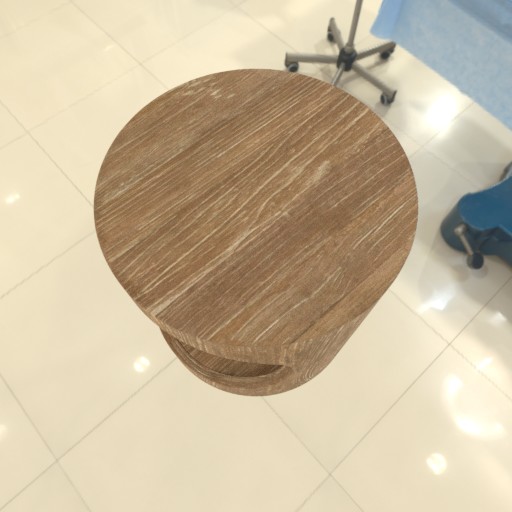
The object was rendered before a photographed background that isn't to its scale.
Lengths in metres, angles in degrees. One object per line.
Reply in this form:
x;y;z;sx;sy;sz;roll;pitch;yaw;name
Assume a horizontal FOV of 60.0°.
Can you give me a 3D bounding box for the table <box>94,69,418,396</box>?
0.000;0.000;0.976;0.527;0.551;0.527;0;65;0;table
